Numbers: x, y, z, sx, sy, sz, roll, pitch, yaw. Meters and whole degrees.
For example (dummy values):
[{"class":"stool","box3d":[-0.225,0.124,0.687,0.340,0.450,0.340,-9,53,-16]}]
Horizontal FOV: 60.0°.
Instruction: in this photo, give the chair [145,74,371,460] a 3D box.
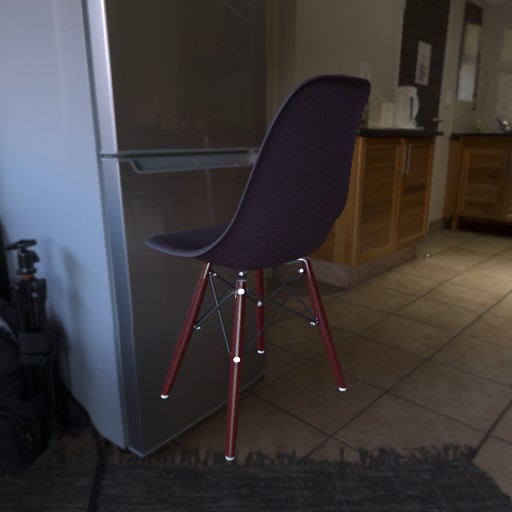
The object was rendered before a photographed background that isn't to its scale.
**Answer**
[{"class":"chair","box3d":[0.000,0.000,1.146,0.470,0.826,0.533,-15,22,-42]}]
